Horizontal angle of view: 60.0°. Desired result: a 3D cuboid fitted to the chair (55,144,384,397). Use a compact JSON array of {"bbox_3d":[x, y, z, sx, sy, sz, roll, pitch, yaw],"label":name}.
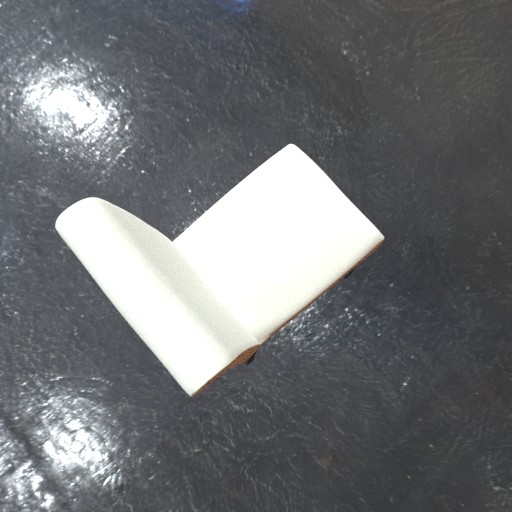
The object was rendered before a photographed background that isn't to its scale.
[{"bbox_3d":[0.000,0.000,1.356,0.708,0.976,0.452,-40,78,-10],"label":"chair"}]
